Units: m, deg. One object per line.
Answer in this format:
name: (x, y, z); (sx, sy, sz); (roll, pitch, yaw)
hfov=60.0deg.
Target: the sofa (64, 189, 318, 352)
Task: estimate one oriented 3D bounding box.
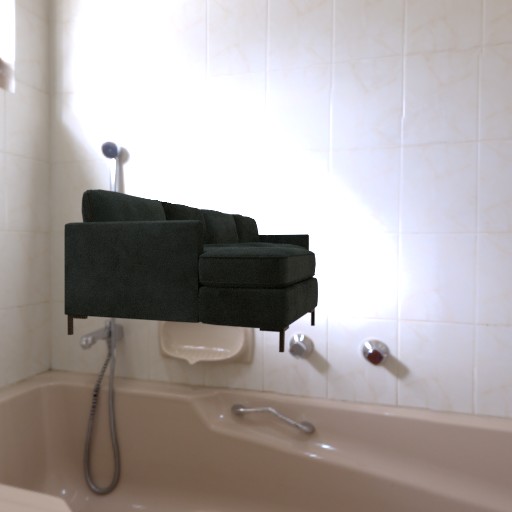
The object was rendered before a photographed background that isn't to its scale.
sofa: (0.000, 0.000, 4.196); (1.500, 0.967, 3.400); (0, 1, 19)
